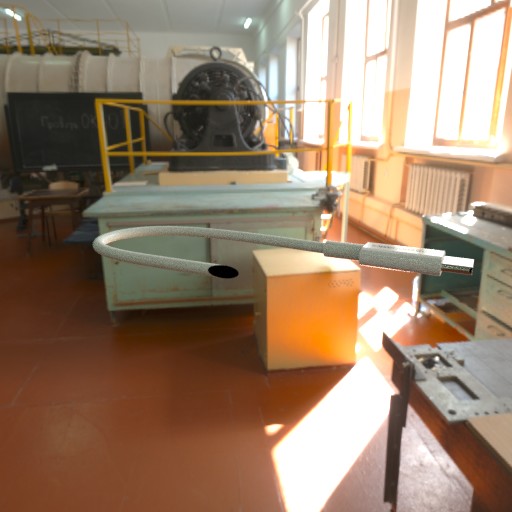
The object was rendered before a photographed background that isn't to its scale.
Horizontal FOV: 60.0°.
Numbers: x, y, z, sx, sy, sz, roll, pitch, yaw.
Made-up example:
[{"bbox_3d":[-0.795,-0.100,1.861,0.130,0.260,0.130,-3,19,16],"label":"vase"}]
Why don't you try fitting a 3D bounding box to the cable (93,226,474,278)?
[{"bbox_3d":[0.000,0.000,0.112,0.098,0.005,0.041,8,18,26],"label":"cable"}]
